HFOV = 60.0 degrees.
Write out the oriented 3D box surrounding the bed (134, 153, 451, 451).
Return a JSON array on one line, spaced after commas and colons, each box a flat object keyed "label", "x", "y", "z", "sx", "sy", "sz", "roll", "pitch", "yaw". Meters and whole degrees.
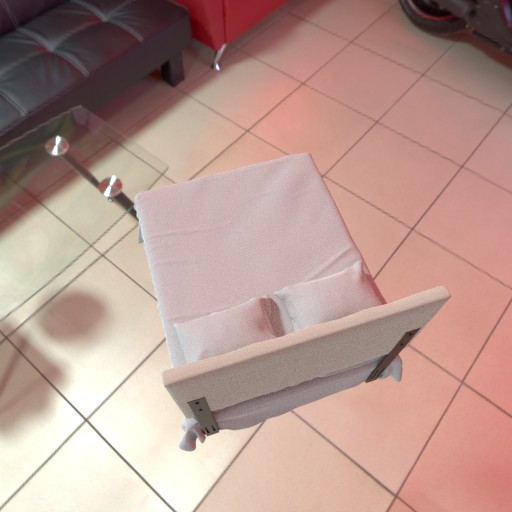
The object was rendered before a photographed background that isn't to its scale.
[{"label": "bed", "x": 0.000, "y": 0.000, "z": 3.484, "sx": 1.936, "sy": 1.577, "sz": 2.222, "roll": -15, "pitch": 60, "yaw": -9}]
